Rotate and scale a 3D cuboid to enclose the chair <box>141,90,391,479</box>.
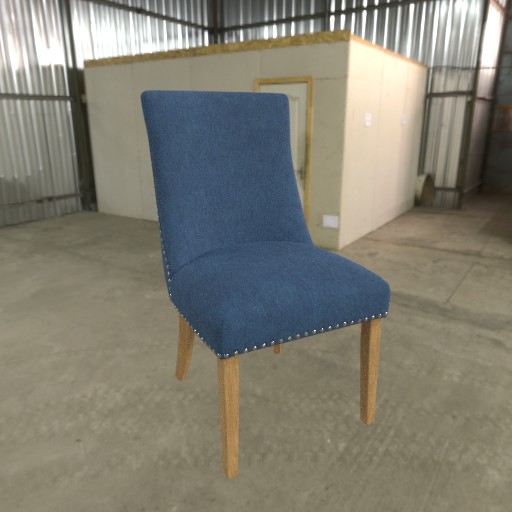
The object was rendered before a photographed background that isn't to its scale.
[{"bbox_3d":[0.000,0.000,1.263,0.495,0.902,0.610,-9,20,-26],"label":"chair"}]
